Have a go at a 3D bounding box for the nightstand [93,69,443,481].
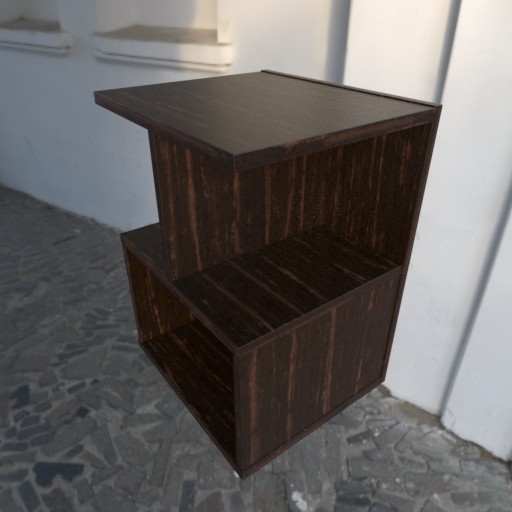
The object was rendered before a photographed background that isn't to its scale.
[{"bbox_3d":[0.000,0.000,0.811,0.356,0.559,0.400,-21,37,-31],"label":"nightstand"}]
